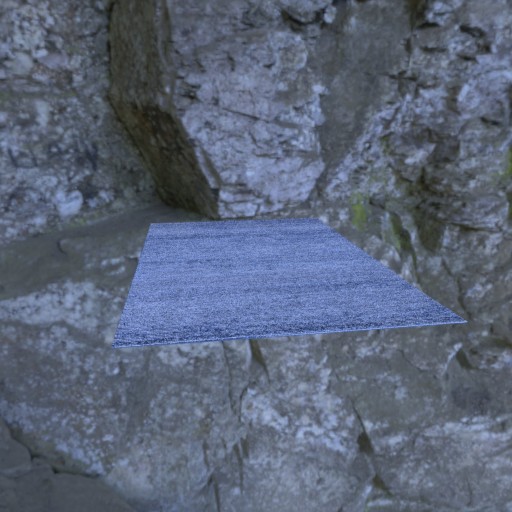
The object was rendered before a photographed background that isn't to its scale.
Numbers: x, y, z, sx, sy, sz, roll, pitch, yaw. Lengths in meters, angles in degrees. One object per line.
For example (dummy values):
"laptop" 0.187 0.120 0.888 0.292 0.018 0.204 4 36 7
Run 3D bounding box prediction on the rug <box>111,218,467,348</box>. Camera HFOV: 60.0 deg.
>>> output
"rug" 0.000 0.000 2.189 1.135 0.010 1.740 -3 17 -9
